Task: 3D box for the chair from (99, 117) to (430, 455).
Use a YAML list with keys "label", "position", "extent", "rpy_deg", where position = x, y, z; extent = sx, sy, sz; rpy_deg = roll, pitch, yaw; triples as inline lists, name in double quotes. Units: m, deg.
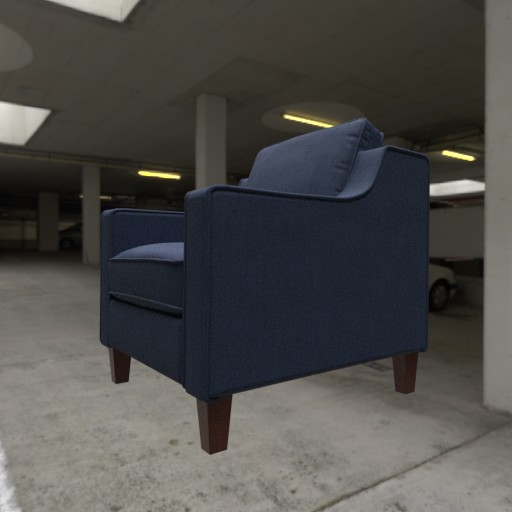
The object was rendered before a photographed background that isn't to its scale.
- label: "chair"
  position: [0.000, 0.000, 1.618]
  extent: [0.909, 0.960, 0.831]
  rpy_deg: [-1, 1, -36]
